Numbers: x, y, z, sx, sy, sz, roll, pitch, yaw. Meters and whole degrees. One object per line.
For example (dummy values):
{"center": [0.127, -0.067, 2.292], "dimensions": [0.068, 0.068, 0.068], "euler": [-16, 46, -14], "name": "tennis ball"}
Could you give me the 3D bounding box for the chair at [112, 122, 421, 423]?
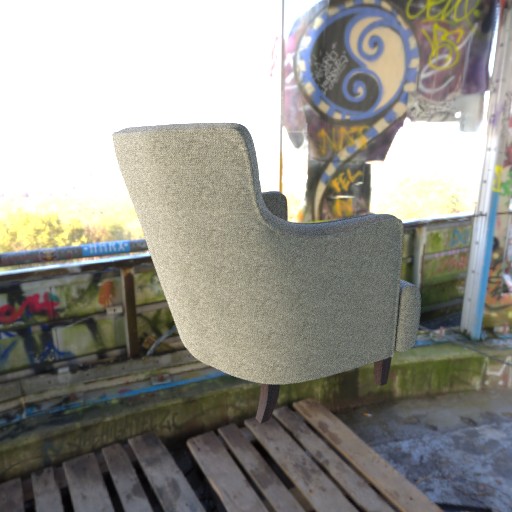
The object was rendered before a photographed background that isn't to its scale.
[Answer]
{"center": [0.000, 0.000, 1.644], "dimensions": [0.910, 0.920, 0.820], "euler": [-8, 17, -28], "name": "chair"}
